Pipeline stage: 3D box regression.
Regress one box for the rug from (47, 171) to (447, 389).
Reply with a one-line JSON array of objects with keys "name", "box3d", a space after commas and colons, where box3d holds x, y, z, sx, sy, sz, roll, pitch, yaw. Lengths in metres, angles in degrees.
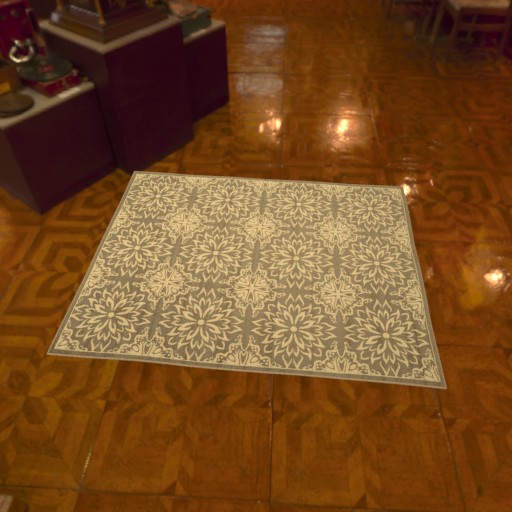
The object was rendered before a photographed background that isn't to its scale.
[{"name": "rug", "box3d": [0.000, 0.000, 4.086, 2.980, 0.012, 2.363, 4, 47, 4]}]
